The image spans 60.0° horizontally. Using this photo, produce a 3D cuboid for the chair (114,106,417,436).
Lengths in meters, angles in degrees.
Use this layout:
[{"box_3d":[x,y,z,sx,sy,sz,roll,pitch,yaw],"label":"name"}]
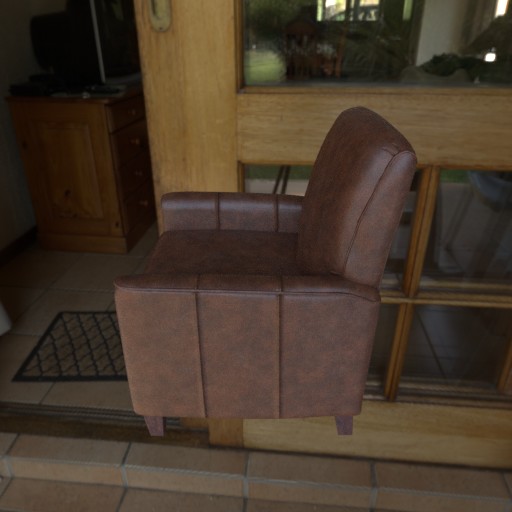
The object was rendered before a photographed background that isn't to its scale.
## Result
[{"box_3d":[0.000,0.000,1.628,0.850,1.010,0.839,0,27,0],"label":"chair"}]
